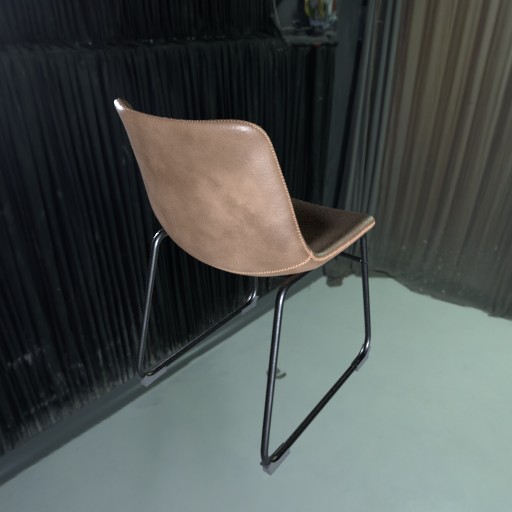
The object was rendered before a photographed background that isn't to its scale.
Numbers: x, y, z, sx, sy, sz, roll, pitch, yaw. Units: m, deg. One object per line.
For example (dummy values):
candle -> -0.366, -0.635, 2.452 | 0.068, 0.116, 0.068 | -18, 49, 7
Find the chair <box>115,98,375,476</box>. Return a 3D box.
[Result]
chair -> 0.000, 0.000, 1.100 | 0.460, 0.780, 0.551 | 21, 36, 33
